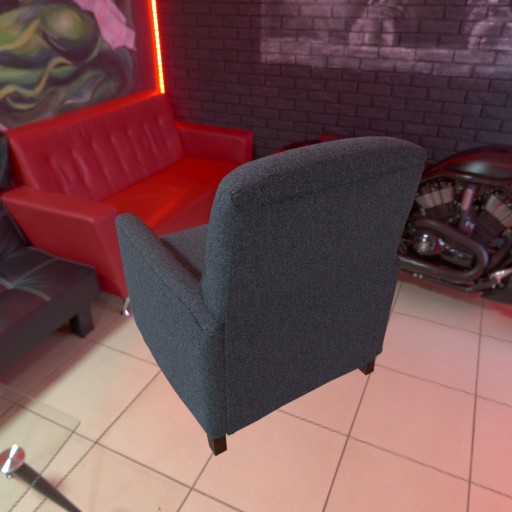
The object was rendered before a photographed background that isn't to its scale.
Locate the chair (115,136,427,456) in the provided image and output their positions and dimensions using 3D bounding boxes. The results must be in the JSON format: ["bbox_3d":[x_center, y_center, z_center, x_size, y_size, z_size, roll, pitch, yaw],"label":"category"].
[{"bbox_3d":[0.000,0.000,1.656,0.839,1.016,0.850,-18,35,-27],"label":"chair"}]
